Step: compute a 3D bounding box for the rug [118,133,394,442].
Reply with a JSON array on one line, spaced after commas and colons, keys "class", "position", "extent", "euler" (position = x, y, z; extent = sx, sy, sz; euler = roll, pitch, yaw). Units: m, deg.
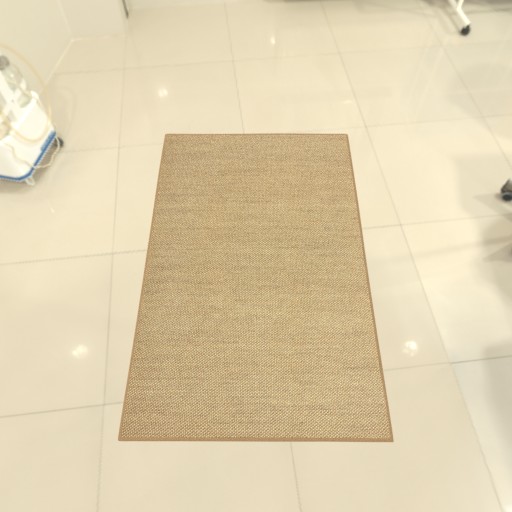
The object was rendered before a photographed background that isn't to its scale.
[{"class": "rug", "position": [0.000, 0.000, 2.131], "extent": [1.061, 0.012, 1.668], "euler": [0, 58, 0]}]
